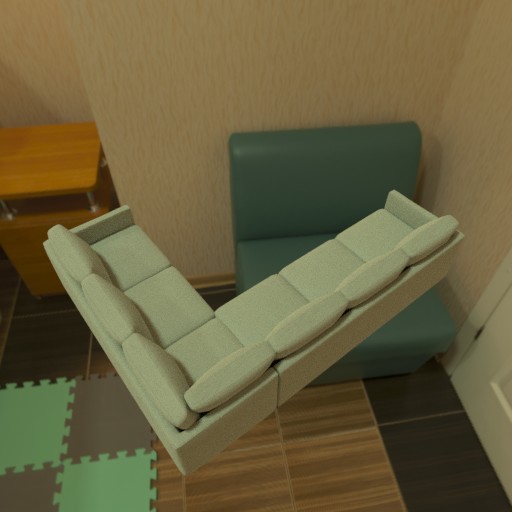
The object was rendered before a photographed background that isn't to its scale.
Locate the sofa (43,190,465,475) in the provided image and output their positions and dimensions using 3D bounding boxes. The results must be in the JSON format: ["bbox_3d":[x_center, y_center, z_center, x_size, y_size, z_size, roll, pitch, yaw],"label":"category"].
[{"bbox_3d":[0.000,0.000,4.473,3.333,0.934,2.522,-30,54,-25],"label":"sofa"}]
